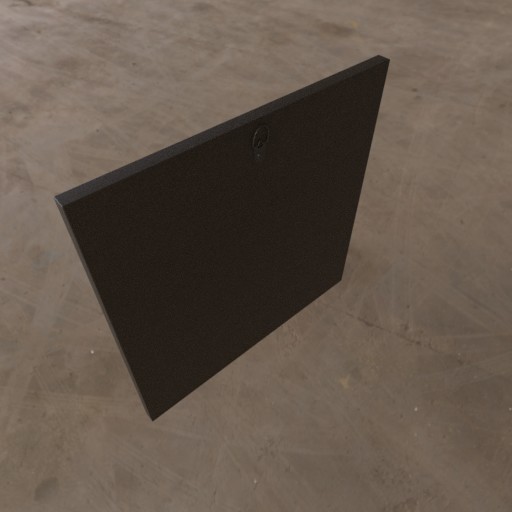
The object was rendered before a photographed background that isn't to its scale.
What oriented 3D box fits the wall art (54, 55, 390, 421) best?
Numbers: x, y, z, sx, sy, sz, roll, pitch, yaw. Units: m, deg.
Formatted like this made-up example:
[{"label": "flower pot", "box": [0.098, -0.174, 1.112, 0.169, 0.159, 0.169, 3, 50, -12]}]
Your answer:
[{"label": "wall art", "box": [0.000, 0.000, 1.158, 0.805, 0.807, 0.043, -32, 55, -26]}]
